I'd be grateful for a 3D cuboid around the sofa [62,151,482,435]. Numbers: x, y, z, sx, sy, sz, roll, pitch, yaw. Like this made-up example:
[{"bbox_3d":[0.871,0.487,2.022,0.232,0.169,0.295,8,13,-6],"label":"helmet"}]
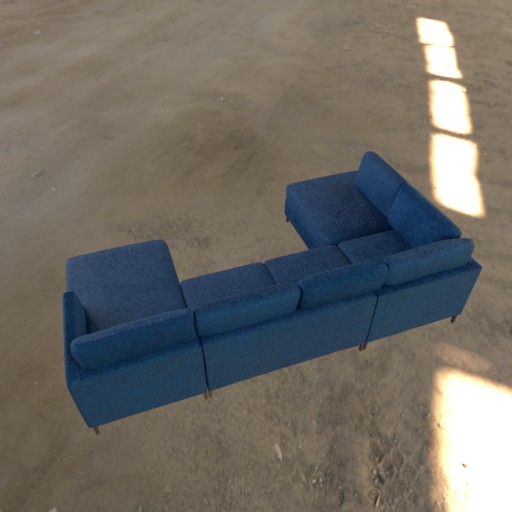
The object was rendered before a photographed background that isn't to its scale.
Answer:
[{"bbox_3d":[0.000,0.000,4.222,3.434,0.992,2.055,-13,44,-14],"label":"sofa"}]
